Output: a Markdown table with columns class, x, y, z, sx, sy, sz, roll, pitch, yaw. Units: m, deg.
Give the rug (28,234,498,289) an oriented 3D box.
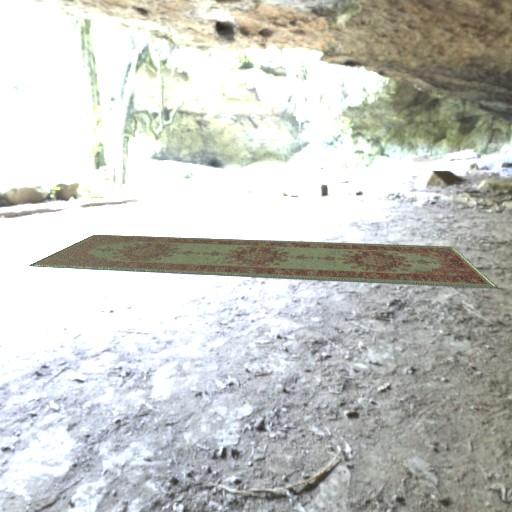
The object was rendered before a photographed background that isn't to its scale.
| class | x | y | z | sx | sy | sz | roll | pitch | yaw |
| --- | --- | --- | --- | --- | --- | --- | --- | --- | --- |
| rug | 0.000 | 0.000 | 1.966 | 1.824 | 0.009 | 0.562 | 2 | 16 | 8 |
